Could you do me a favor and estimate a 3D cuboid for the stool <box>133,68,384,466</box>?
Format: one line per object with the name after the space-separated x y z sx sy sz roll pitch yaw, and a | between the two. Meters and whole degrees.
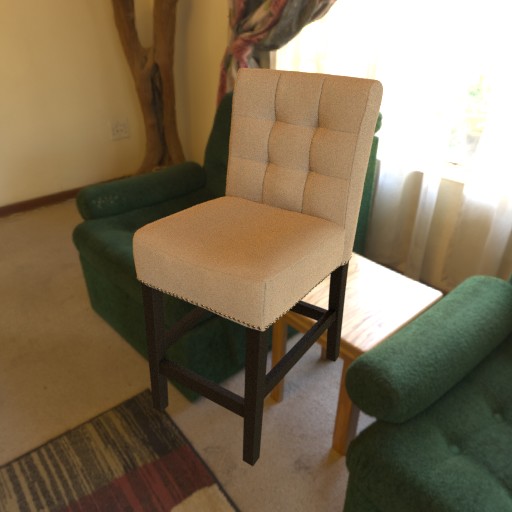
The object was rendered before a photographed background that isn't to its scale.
0.000 0.000 1.218 0.427 0.885 0.571 18 35 28 | stool
